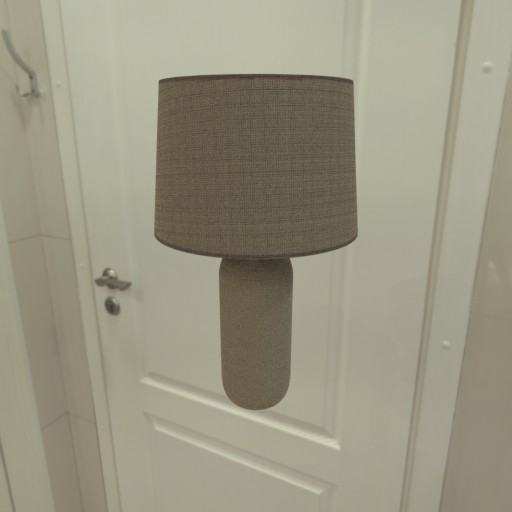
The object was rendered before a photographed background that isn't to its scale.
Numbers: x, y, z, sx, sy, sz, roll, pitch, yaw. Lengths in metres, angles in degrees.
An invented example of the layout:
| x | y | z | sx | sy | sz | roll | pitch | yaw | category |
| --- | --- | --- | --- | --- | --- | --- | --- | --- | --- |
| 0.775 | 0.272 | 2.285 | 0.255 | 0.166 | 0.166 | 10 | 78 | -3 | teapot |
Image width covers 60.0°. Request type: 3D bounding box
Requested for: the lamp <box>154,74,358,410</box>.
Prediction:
| x | y | z | sx | sy | sz | roll | pitch | yaw | category |
| --- | --- | --- | --- | --- | --- | --- | --- | --- | --- |
| 0.000 | 0.000 | 0.833 | 0.367 | 0.609 | 0.367 | 0 | 18 | 0 | lamp |
